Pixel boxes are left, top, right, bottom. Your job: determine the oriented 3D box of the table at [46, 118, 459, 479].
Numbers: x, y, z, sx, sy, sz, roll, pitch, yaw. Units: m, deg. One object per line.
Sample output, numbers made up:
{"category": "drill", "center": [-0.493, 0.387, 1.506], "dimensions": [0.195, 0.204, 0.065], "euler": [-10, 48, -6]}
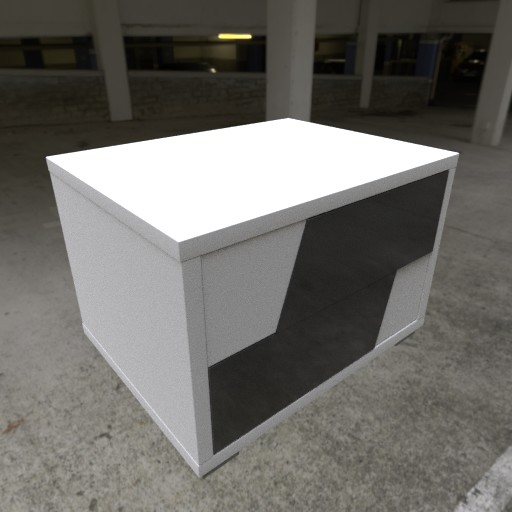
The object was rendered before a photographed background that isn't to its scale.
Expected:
{"category": "table", "center": [0.000, 0.000, 0.779], "dimensions": [0.517, 0.357, 0.399], "euler": [-21, 34, -35]}
